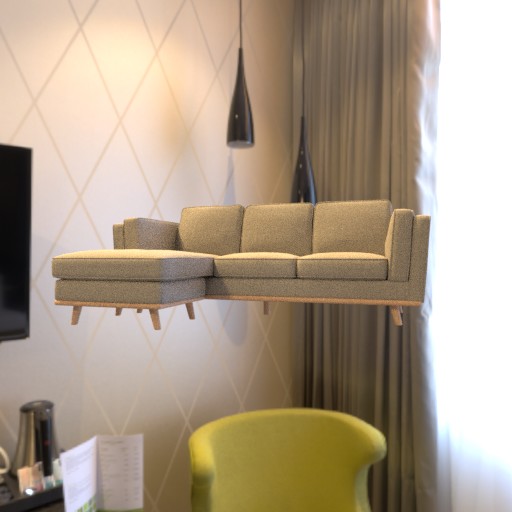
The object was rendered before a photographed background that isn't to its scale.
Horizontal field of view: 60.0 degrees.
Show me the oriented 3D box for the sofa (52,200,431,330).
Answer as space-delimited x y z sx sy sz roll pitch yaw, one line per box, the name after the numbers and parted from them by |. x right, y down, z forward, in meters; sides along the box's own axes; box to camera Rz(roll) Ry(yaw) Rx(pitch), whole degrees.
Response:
0.000 0.000 3.286 2.411 0.929 1.604 0 0 19 | sofa
